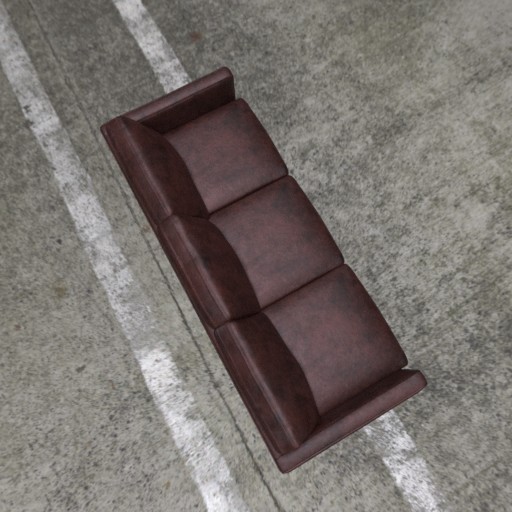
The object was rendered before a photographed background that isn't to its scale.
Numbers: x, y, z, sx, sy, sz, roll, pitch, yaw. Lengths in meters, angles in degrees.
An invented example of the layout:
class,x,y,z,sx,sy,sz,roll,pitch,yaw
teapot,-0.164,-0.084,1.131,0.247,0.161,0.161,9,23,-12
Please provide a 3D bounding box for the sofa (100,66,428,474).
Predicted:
class,x,y,z,sx,sy,sz,roll,pitch,yaw
sofa,0.000,0.000,3.041,1.045,1.006,2.464,-28,77,-7
